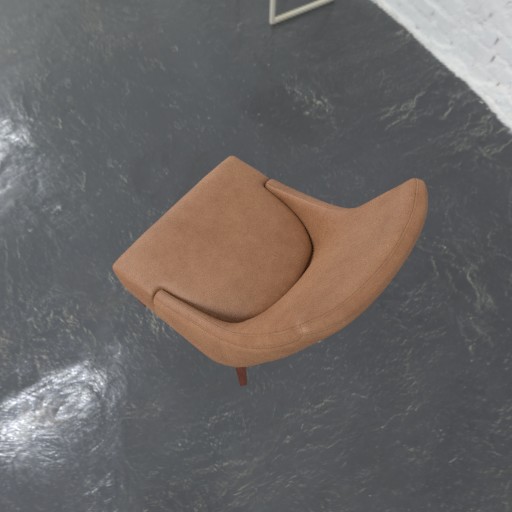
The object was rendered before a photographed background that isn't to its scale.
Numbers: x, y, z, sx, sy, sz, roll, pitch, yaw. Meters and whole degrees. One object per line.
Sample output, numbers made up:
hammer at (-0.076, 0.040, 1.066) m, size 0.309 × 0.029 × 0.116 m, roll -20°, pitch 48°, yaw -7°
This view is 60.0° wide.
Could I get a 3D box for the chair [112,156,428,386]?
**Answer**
chair at (0.000, 0.000, 1.558) m, size 0.861 × 0.909 × 0.701 m, roll 36°, pitch 68°, yaw 17°
